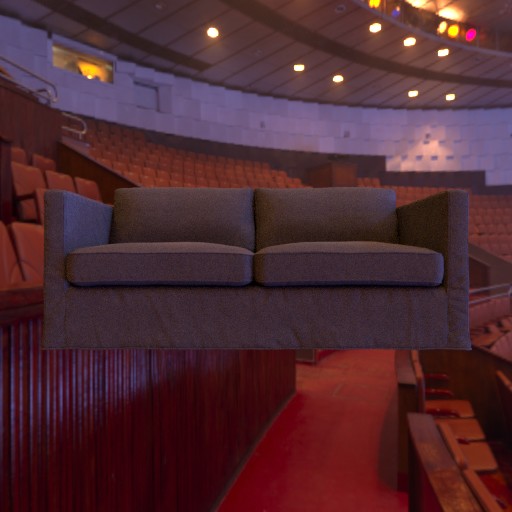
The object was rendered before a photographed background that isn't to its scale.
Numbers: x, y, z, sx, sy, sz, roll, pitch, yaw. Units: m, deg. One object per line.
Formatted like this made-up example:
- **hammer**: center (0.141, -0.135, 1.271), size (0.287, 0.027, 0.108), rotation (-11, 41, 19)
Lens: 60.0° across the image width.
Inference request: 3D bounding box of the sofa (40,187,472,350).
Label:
- **sofa**: center (0.000, 0.000, 2.456), size (1.982, 0.855, 0.953), rotation (0, 0, 0)
